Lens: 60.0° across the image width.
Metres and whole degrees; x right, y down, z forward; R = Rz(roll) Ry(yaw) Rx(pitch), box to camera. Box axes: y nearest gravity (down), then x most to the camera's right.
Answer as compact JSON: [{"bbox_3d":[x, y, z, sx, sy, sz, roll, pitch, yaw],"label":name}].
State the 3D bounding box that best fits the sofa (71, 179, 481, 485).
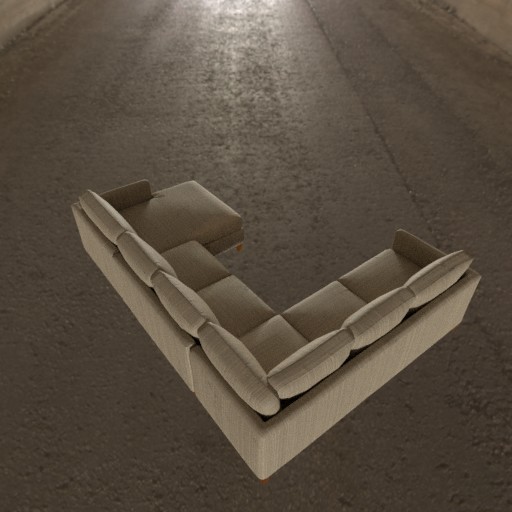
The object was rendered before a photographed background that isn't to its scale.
[{"bbox_3d":[0.000,0.000,4.622,2.594,0.961,3.460,-27,47,-28],"label":"sofa"}]
